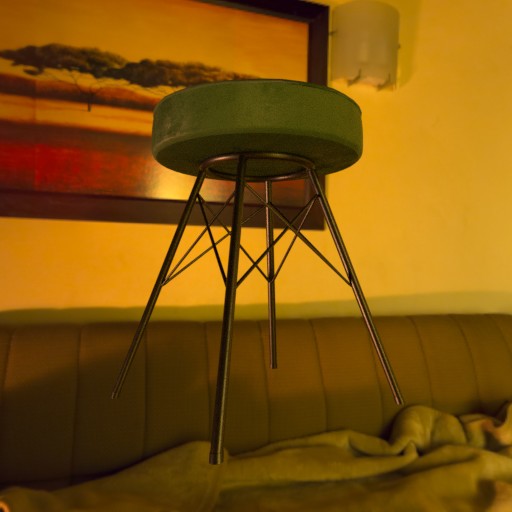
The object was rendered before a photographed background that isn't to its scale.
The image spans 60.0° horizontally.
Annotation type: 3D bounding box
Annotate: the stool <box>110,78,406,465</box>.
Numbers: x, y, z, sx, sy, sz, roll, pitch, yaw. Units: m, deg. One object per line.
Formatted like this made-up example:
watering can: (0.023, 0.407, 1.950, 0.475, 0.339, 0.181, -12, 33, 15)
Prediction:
stool: (0.000, 0.000, 0.916, 0.457, 0.595, 0.430, 1, -2, -38)
